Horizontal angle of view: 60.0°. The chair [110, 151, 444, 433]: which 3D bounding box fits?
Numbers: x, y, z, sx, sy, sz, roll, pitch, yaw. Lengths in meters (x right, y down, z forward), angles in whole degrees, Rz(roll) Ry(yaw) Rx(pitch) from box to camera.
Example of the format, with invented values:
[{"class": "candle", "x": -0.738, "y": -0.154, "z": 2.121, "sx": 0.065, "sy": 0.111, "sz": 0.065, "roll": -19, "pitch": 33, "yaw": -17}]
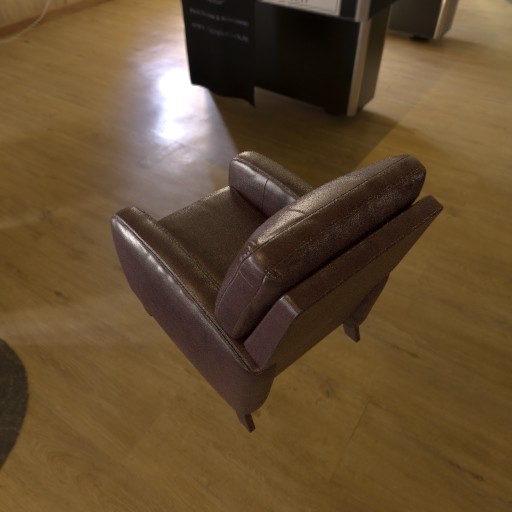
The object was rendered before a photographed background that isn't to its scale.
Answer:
[{"class": "chair", "x": 0.000, "y": 0.000, "z": 1.691, "sx": 0.762, "sy": 0.990, "sz": 0.990, "roll": -32, "pitch": 54, "yaw": -27}]
